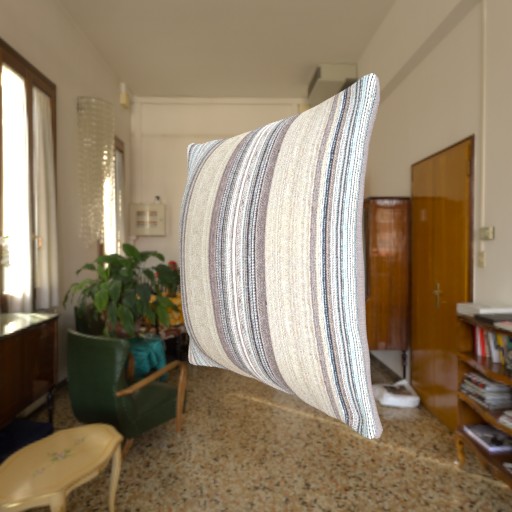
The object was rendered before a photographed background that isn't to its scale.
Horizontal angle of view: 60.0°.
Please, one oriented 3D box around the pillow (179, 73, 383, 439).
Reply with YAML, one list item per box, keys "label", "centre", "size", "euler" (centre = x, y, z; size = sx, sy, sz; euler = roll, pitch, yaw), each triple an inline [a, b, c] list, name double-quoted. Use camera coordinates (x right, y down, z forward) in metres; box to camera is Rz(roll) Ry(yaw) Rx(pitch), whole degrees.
- label: "pillow"
  centre: [0.000, 0.000, 0.665]
  size: [0.189, 0.416, 0.435]
  euler: [-1, 1, -37]
